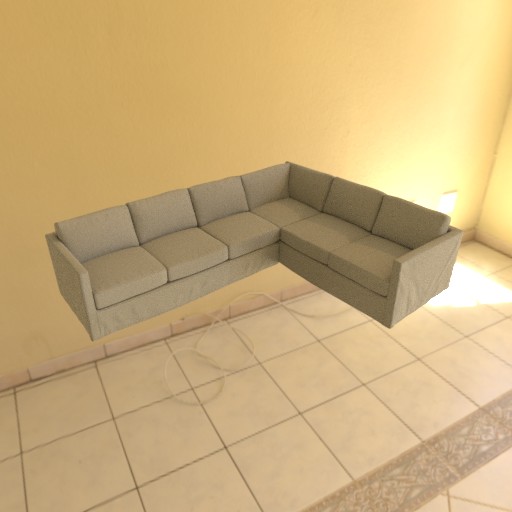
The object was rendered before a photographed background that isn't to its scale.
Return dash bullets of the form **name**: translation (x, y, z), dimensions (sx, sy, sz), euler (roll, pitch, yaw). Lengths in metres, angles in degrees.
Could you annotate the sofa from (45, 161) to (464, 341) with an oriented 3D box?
- **sofa**: translation (0.000, 0.000, 4.318), dimensions (3.182, 0.871, 2.432), euler (-21, 36, -33)
